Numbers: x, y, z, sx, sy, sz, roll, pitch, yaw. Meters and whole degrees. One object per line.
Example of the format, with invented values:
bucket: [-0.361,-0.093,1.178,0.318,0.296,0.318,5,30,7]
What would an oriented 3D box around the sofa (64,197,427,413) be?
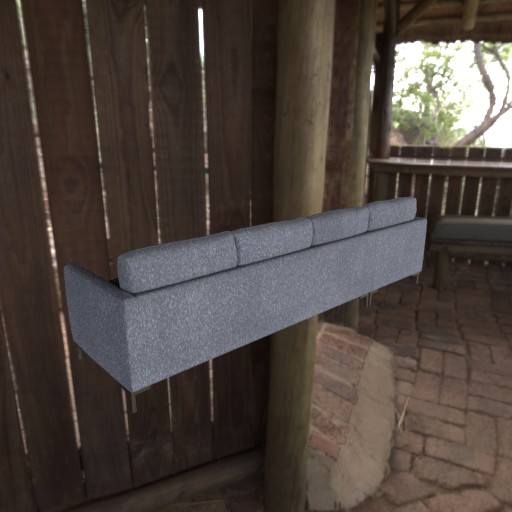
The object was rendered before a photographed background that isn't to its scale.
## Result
sofa: [0.000,0.000,3.509,2.932,0.810,1.350,-14,22,-40]
